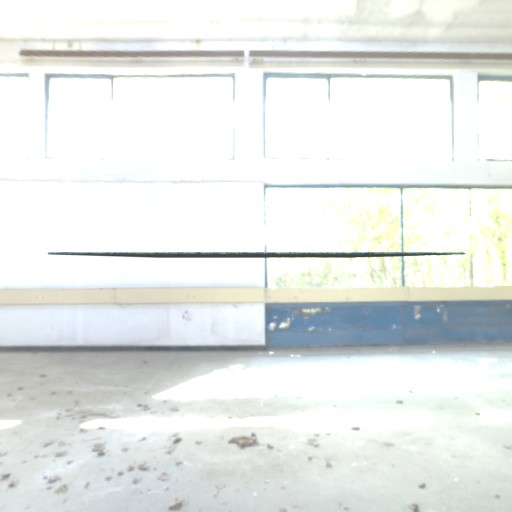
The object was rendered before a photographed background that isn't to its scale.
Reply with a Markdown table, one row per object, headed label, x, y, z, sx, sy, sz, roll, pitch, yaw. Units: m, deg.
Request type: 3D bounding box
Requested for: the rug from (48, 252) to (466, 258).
| label | x | y | z | sx | sy | sz | roll | pitch | yaw |
| --- | --- | --- | --- | --- | --- | --- | --- | --- | --- |
| rug | 0.000 | 0.000 | 4.098 | 2.441 | 0.016 | 3.050 | 0 | -1 | 0 |
